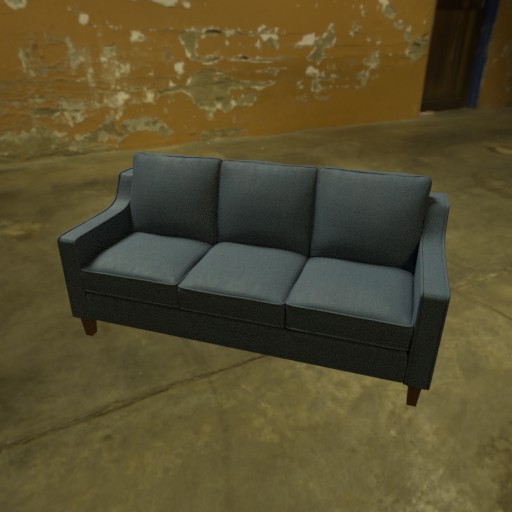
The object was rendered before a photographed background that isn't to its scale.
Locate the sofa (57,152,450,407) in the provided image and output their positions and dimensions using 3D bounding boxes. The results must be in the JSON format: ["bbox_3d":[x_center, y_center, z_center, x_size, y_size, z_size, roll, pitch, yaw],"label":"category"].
[{"bbox_3d":[0.000,0.000,2.555,1.986,0.974,0.911,8,28,16],"label":"sofa"}]
